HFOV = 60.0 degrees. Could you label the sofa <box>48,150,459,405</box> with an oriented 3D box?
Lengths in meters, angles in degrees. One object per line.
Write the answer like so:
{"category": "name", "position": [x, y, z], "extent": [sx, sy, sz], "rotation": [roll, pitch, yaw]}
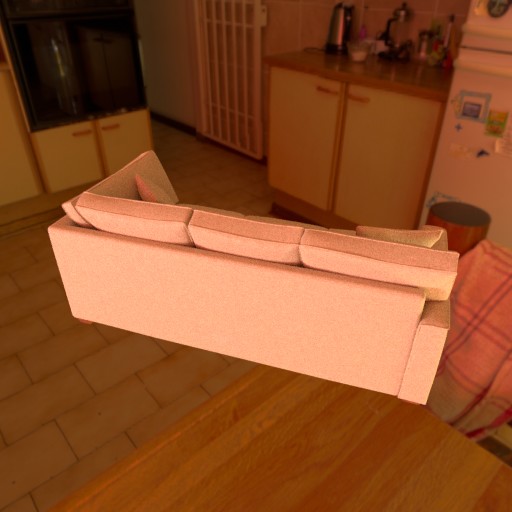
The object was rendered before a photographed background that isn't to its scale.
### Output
{"category": "sofa", "position": [0.000, 0.000, 2.911], "extent": [2.317, 0.962, 1.061], "rotation": [10, 35, 15]}
